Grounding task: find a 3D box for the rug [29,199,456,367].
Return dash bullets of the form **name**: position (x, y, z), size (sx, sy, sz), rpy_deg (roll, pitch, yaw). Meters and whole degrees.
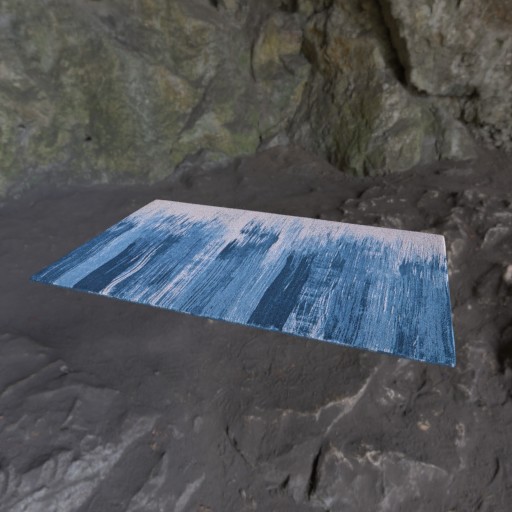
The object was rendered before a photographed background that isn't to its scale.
- **rug**: position (0.000, 0.000, 3.008), size (2.450, 0.027, 1.540), rpy_deg (9, 28, 17)
